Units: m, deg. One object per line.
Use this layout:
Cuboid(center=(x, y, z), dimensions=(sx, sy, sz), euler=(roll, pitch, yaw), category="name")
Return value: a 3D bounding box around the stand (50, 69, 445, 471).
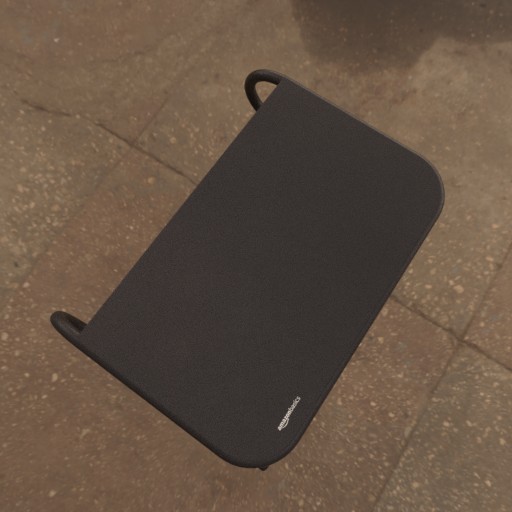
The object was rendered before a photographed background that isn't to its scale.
Cuboid(center=(0.000, 0.000, 0.499), dimensions=(0.280, 0.108, 0.370), euler=(34, 77, 9), category="stand")
